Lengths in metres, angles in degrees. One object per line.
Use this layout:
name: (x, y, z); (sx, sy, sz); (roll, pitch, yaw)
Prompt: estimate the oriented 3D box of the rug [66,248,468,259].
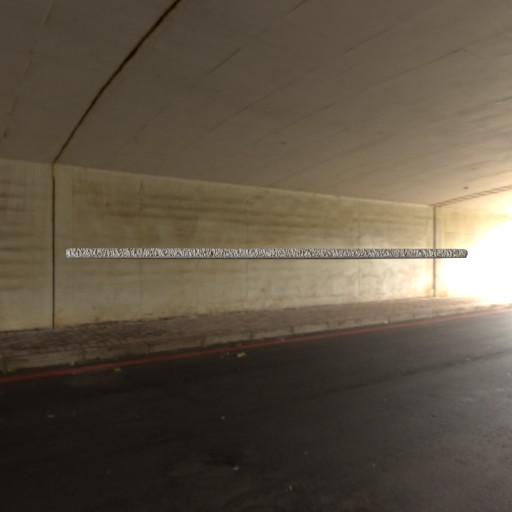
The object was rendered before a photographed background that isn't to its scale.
rug: (0.000, 0.000, 2.215); (1.219, 0.030, 1.778); (0, -1, -3)
